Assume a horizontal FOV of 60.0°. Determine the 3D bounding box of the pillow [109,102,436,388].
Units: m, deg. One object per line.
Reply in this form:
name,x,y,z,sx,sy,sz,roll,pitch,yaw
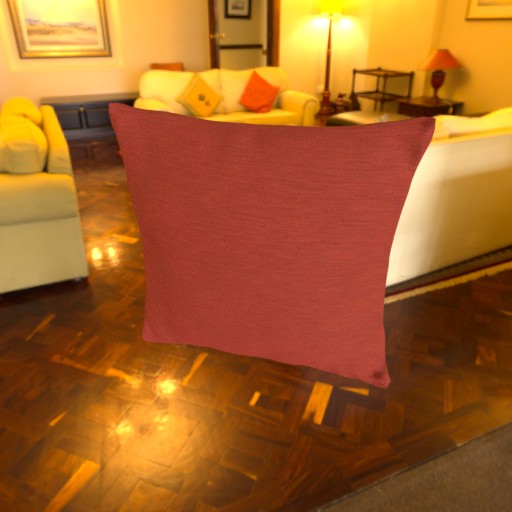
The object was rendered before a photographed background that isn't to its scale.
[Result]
pillow,0.000,0.000,0.653,0.435,0.416,0.151,8,28,14
